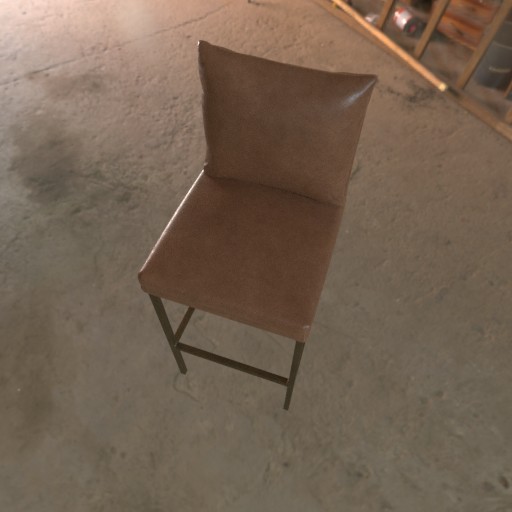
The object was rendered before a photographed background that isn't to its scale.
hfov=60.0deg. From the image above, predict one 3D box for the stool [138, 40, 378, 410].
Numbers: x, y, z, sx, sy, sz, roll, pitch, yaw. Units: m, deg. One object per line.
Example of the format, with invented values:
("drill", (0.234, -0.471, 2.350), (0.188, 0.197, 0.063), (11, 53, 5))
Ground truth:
("stool", (0.000, 0.000, 1.397), (0.463, 1.124, 0.571), (16, 58, 10))
